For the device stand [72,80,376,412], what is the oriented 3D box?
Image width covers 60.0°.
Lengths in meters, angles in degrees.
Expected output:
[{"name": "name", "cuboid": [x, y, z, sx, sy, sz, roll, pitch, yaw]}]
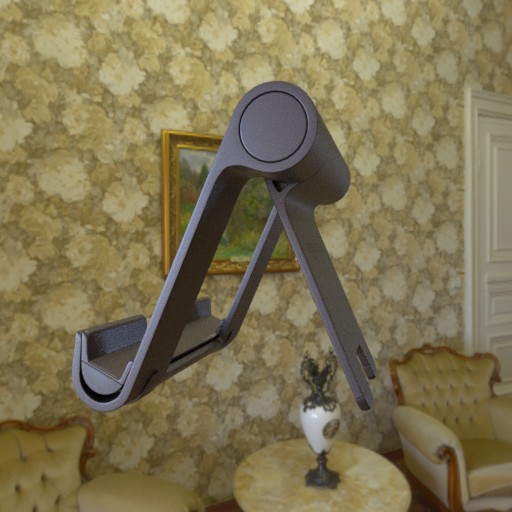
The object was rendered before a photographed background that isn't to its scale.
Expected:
[{"name": "device stand", "cuboid": [0.000, 0.000, 0.151, 0.079, 0.084, 0.088, 0, 1, 17]}]
